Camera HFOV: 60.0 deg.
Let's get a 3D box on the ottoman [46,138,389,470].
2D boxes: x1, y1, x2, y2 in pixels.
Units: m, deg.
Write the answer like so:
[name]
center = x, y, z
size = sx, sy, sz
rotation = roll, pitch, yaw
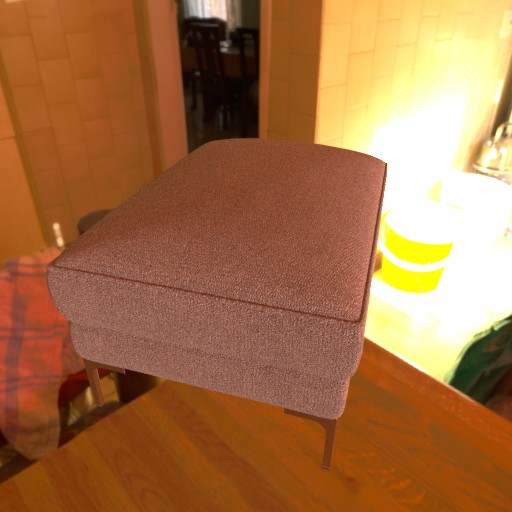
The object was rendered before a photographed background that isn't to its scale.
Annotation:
[ottoman]
center = 0.000, 0.000, 1.131
size = 0.583, 0.464, 0.785
rotation = 9, 32, 15
